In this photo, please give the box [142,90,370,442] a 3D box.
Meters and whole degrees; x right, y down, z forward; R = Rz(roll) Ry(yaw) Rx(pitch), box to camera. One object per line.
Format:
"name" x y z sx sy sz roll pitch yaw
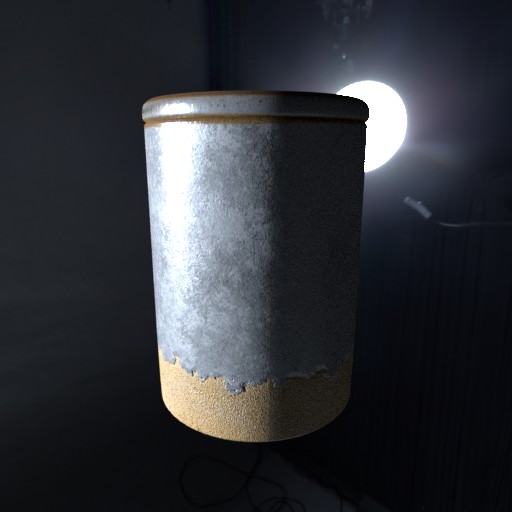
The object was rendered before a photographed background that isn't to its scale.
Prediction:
"box" 0.000 0.000 0.255 0.118 0.168 0.118 0 14 0
